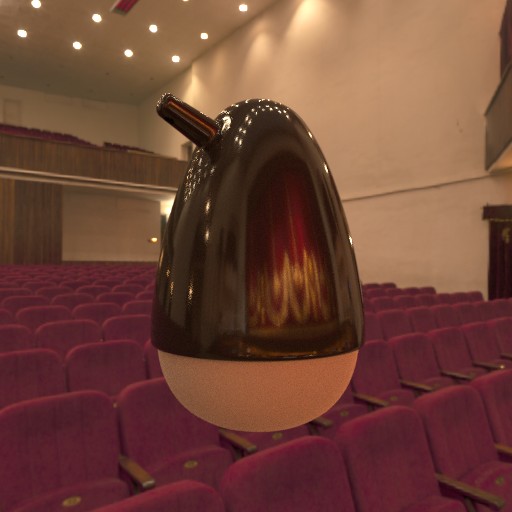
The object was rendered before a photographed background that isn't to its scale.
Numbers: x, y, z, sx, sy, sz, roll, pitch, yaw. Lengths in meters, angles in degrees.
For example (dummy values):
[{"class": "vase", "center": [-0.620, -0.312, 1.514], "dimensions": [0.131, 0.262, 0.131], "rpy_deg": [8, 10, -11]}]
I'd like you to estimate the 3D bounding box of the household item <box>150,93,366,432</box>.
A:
[{"class": "household item", "center": [0.000, 0.000, 0.216], "dimensions": [0.104, 0.152, 0.102], "rpy_deg": [1, -2, -38]}]
